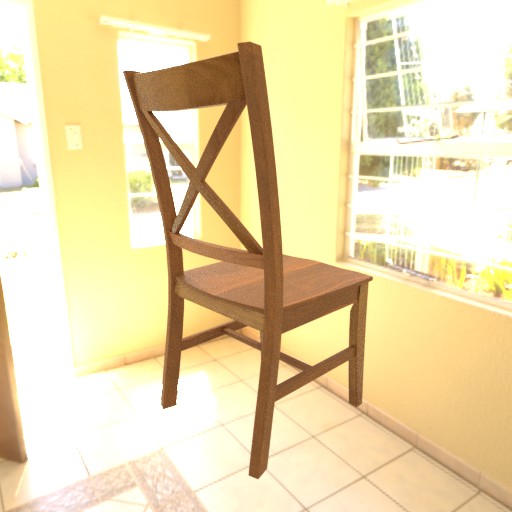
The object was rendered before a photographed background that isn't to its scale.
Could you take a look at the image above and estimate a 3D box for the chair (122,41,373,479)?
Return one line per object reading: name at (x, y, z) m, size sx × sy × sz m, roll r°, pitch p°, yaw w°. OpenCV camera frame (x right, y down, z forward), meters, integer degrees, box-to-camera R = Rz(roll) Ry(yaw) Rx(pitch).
chair at (0.000, 0.000, 1.262) m, size 0.542 × 0.983 × 0.485 m, roll -13°, pitch 20°, yaw -42°
